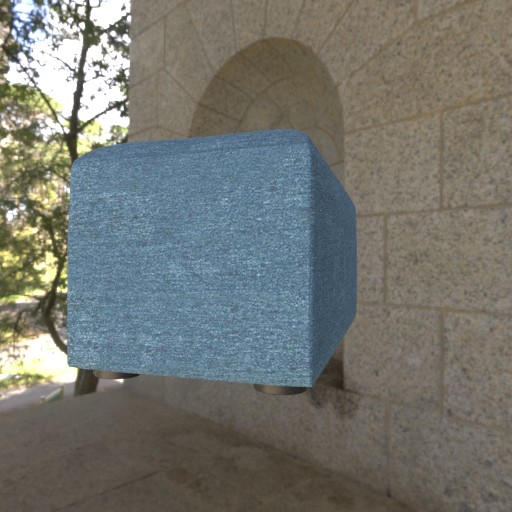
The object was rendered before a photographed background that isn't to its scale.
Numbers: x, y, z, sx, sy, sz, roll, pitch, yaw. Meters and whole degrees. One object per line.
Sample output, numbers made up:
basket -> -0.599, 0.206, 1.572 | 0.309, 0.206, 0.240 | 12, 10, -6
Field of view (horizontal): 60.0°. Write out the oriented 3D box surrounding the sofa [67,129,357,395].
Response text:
sofa -> 0.000, 0.000, 1.200 | 0.480, 0.470, 0.930 | 0, 0, 17
